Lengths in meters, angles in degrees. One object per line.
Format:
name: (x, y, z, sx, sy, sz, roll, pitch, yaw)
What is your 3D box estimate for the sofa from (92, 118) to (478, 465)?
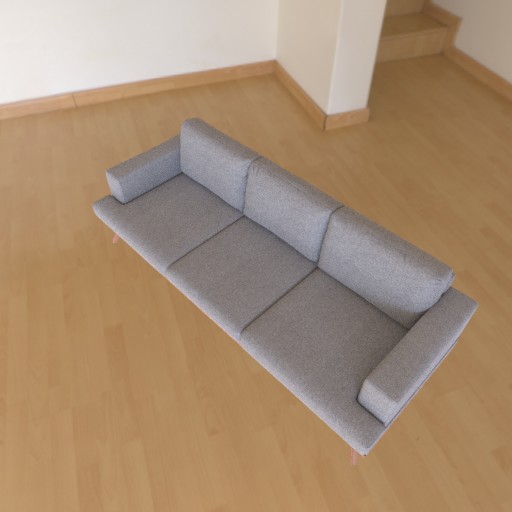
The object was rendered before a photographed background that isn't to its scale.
sofa: (0.000, 0.000, 2.695, 0.920, 0.810, 2.310, -36, 57, -28)
